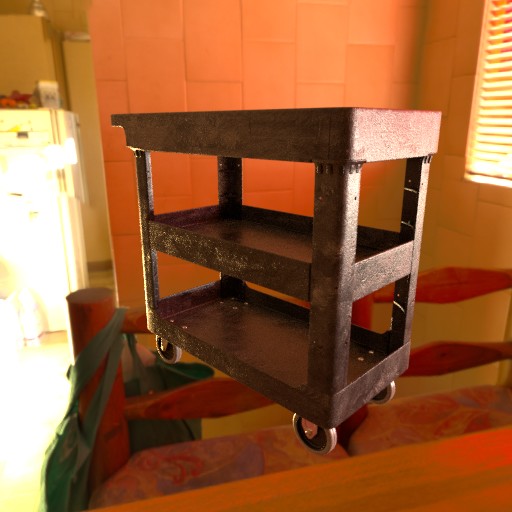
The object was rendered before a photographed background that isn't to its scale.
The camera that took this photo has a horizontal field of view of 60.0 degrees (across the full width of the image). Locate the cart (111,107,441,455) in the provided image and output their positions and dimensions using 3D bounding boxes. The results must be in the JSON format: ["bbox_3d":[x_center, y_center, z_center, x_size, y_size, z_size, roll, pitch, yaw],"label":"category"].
[{"bbox_3d":[0.000,0.000,1.340,0.877,0.824,0.420,16,23,42],"label":"cart"}]
